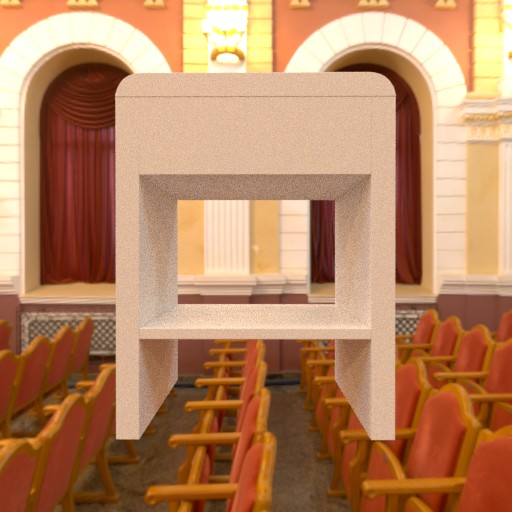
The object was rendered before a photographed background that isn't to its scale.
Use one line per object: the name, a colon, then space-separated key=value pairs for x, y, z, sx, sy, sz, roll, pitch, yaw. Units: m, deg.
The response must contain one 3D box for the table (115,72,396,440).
table: x=0.000 y=0.000 z=0.886 sx=0.450 sy=0.590 sz=0.350 roll=0 pitch=0 yaw=0
